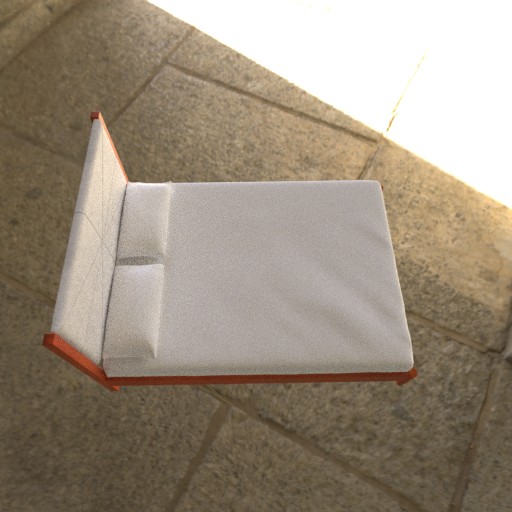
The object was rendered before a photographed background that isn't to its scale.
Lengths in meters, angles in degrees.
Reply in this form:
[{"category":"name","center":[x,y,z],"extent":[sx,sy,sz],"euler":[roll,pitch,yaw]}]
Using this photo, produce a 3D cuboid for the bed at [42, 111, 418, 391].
[{"category":"bed","center":[0.000,0.000,3.043],"extent":[2.117,1.165,1.566],"euler":[-1,62,0]}]
